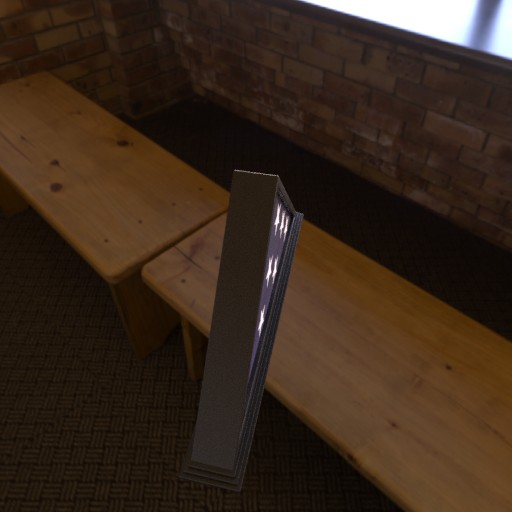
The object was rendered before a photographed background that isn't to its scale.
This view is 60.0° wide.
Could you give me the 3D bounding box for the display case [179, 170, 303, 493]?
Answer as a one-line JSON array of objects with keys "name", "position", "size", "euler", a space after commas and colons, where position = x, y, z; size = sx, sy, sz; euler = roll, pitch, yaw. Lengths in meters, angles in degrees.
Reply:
[{"name": "display case", "position": [0.000, 0.000, 0.757], "size": [0.095, 0.340, 0.640], "euler": [9, 47, 9]}]
